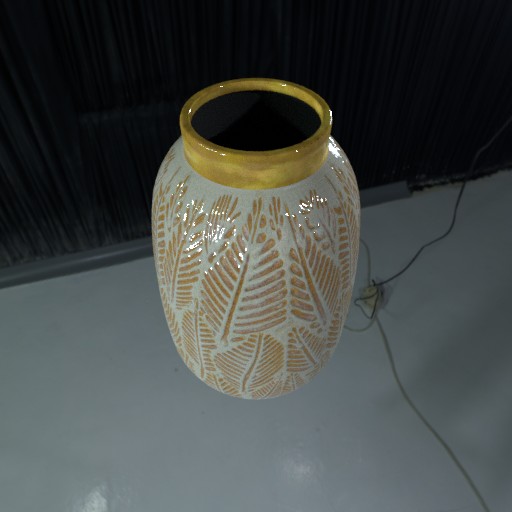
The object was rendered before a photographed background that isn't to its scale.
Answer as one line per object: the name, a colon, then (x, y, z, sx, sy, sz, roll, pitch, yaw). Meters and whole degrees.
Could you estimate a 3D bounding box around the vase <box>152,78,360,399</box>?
vase: (0.000, 0.000, 0.380, 0.172, 0.270, 0.172, 0, 48, 0)
